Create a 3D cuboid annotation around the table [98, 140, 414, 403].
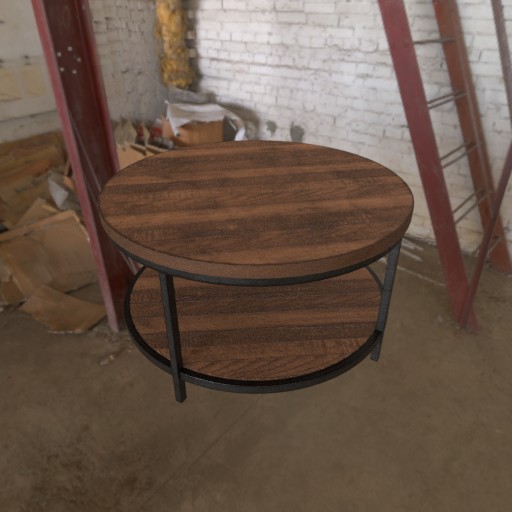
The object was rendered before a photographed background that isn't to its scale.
[{"bbox_3d":[0.000,0.000,1.344,0.837,0.462,0.837,0,31,0],"label":"table"}]
